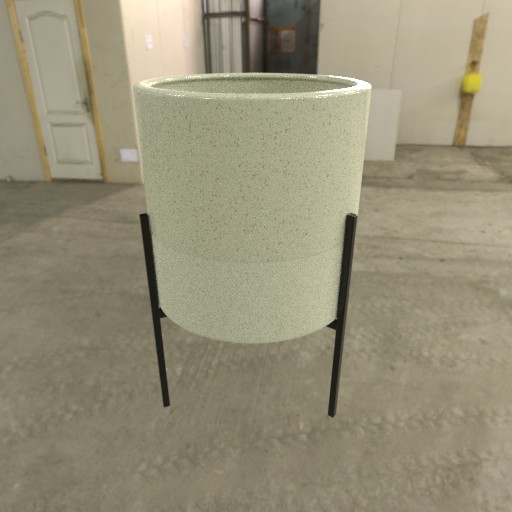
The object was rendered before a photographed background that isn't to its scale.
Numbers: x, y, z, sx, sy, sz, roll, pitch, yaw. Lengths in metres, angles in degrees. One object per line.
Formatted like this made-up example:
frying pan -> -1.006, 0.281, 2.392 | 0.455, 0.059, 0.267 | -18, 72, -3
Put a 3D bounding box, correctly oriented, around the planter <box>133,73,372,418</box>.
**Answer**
planter -> 0.000, 0.000, 0.530 | 0.243, 0.390, 0.234 | 19, 32, 33
